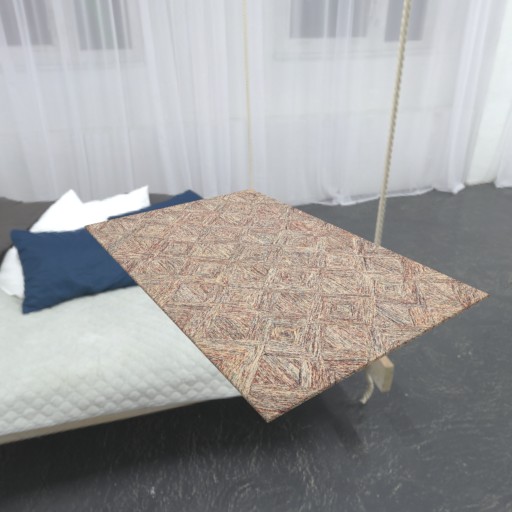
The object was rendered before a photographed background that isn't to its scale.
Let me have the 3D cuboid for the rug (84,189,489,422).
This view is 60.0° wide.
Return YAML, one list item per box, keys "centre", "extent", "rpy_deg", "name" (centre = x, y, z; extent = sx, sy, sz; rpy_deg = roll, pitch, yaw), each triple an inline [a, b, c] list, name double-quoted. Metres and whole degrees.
- centre: [0.000, 0.000, 2.872]
  extent: [1.523, 0.019, 2.285]
  rpy_deg: [-18, 32, -31]
  name: "rug"
